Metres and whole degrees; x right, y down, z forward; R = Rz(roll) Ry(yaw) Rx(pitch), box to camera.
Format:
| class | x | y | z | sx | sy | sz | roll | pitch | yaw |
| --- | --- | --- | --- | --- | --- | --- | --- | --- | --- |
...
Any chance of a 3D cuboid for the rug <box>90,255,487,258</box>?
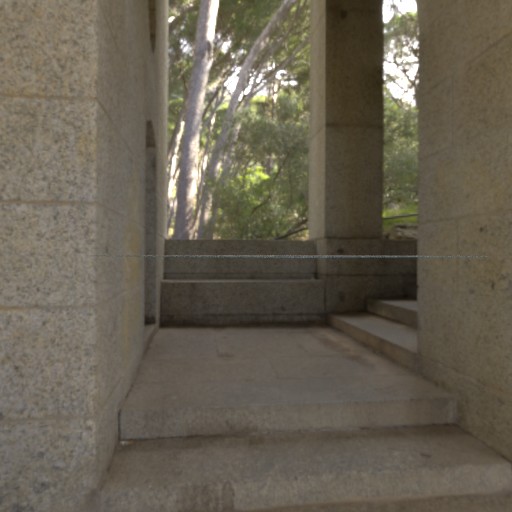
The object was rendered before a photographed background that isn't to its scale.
| class | x | y | z | sx | sy | sz | roll | pitch | yaw |
| --- | --- | --- | --- | --- | --- | --- | --- | --- | --- |
| rug | 0.000 | 0.000 | 4.263 | 2.190 | 0.008 | 3.371 | 0 | 0 | -36 |
